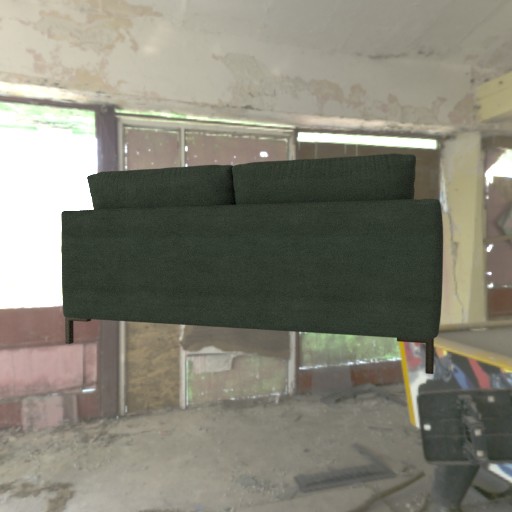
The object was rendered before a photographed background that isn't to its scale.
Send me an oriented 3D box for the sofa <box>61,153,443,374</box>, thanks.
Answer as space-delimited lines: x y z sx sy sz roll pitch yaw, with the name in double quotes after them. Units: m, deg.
0.000 0.000 2.223 1.676 0.817 0.875 0 1 18 "sofa"
